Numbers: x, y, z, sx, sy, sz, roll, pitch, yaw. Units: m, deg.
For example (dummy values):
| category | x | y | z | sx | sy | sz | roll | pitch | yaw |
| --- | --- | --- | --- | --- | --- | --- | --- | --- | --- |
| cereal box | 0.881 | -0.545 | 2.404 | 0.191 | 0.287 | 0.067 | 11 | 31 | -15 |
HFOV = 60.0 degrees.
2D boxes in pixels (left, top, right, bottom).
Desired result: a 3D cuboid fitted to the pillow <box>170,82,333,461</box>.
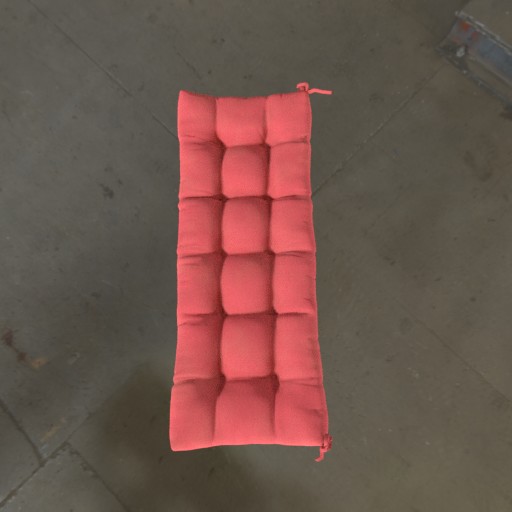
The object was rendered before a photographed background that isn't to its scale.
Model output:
| category | x | y | z | sx | sy | sz | roll | pitch | yaw |
| --- | --- | --- | --- | --- | --- | --- | --- | --- | --- |
| pillow | 0.000 | 0.000 | 1.372 | 0.511 | 0.174 | 1.194 | -1 | 76 | 0 |
